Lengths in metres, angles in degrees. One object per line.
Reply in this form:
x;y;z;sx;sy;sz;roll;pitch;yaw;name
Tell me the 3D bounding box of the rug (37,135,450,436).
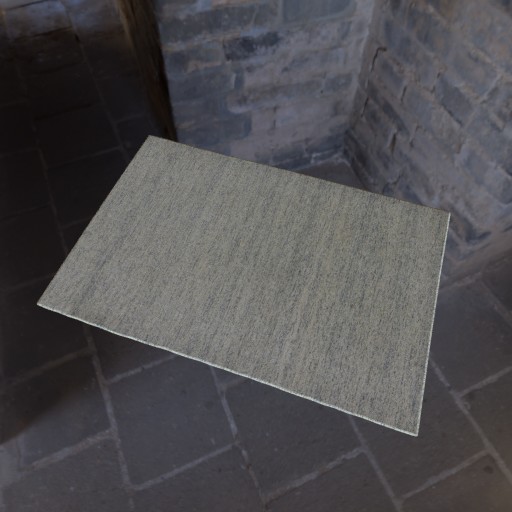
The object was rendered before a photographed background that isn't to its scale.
0.000;0.000;2.825;2.263;0.017;1.523;17;60;10;rug
